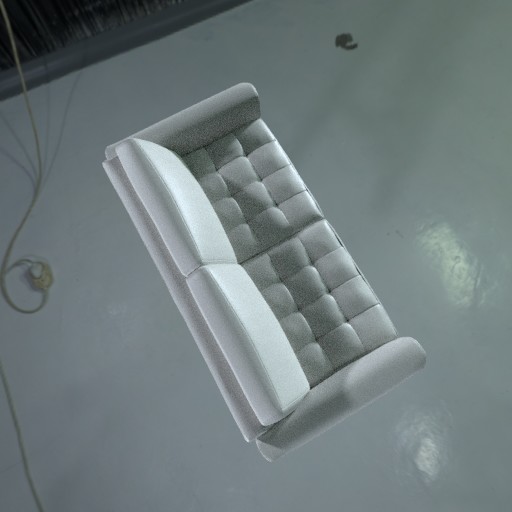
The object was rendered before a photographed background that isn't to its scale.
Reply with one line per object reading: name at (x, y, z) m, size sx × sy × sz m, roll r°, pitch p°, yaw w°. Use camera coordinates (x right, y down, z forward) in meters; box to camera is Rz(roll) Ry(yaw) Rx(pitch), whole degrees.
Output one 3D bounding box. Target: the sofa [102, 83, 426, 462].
sofa at (0.000, 0.000, 2.808) m, size 1.121 × 0.930 × 2.177 m, roll -29°, pitch 77°, yaw -7°
